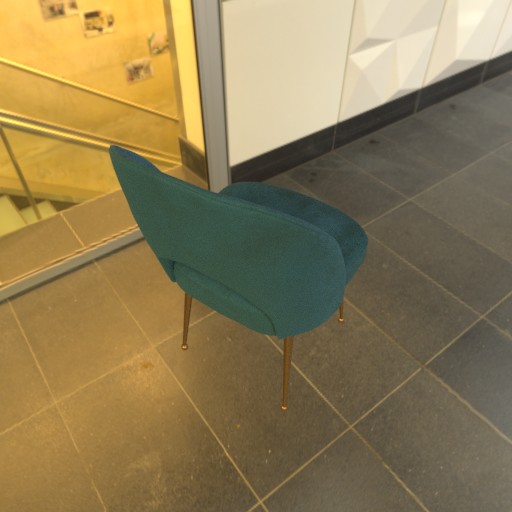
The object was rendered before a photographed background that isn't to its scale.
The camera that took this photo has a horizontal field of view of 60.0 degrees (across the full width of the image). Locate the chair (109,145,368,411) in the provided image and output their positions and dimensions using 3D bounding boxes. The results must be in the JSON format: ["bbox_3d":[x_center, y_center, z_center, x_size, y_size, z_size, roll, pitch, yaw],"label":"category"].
[{"bbox_3d":[0.000,0.000,1.206,0.527,0.860,0.577,25,50,23],"label":"chair"}]
